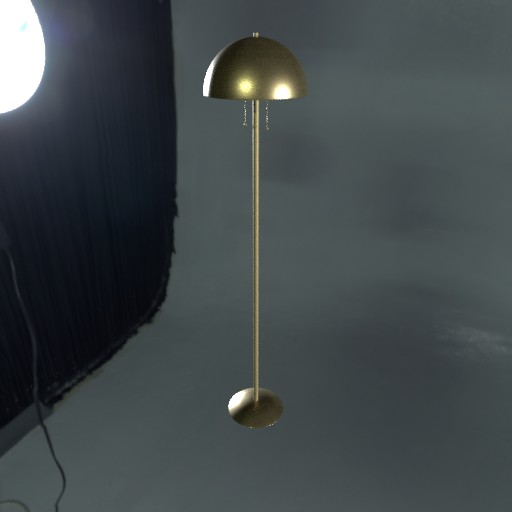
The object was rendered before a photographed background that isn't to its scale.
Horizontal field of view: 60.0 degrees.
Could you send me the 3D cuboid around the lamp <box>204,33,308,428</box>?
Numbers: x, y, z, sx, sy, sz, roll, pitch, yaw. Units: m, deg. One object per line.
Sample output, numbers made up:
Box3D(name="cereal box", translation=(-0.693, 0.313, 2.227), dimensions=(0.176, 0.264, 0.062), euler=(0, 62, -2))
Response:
Box3D(name="lamp", translation=(0.000, 0.000, 1.645), dimensions=(0.328, 1.480, 0.328), euler=(9, 27, 18))
